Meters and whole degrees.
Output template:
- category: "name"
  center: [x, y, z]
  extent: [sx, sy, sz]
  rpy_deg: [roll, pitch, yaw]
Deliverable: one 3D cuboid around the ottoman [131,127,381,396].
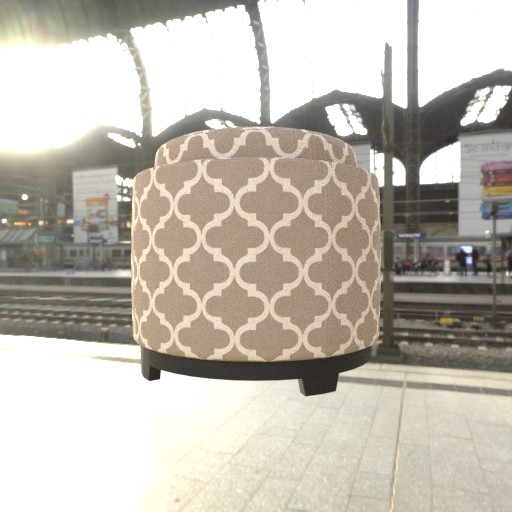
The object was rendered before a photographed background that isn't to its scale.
- category: "ottoman"
  center: [0.000, 0.000, 0.885]
  extent: [0.480, 0.429, 0.480]
  rpy_deg: [0, 0, 0]
